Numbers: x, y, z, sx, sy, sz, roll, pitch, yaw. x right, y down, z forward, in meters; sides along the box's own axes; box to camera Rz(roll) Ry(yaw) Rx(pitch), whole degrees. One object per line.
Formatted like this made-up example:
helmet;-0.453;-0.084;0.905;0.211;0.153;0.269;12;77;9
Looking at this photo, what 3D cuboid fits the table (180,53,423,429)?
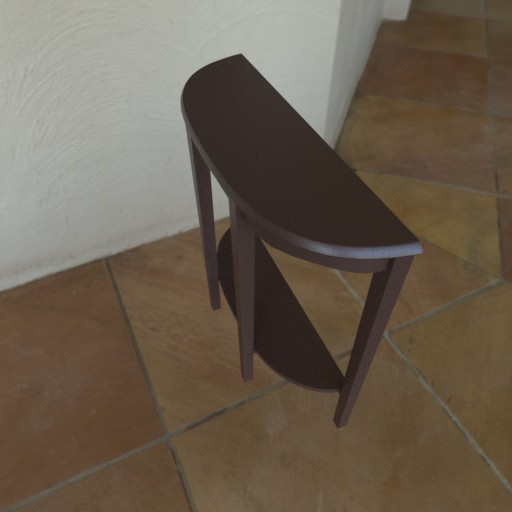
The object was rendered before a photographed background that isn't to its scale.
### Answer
table;0.000;0.000;1.341;0.274;0.831;0.909;-17;49;-15
